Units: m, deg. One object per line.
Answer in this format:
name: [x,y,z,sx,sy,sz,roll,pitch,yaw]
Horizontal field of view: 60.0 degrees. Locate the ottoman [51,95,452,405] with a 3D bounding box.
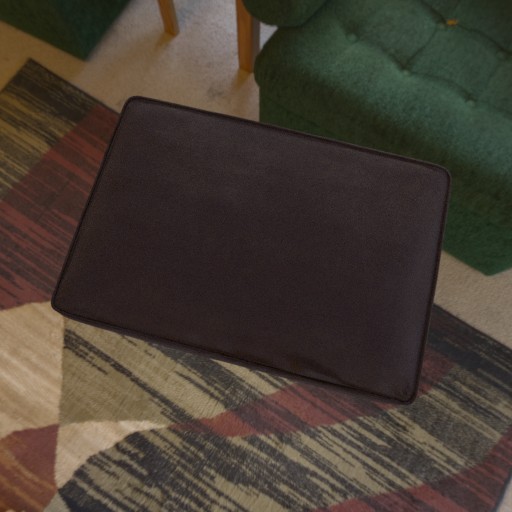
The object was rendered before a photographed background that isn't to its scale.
ottoman: [0.000,0.000,1.310,0.938,0.503,0.637,14,76,4]
